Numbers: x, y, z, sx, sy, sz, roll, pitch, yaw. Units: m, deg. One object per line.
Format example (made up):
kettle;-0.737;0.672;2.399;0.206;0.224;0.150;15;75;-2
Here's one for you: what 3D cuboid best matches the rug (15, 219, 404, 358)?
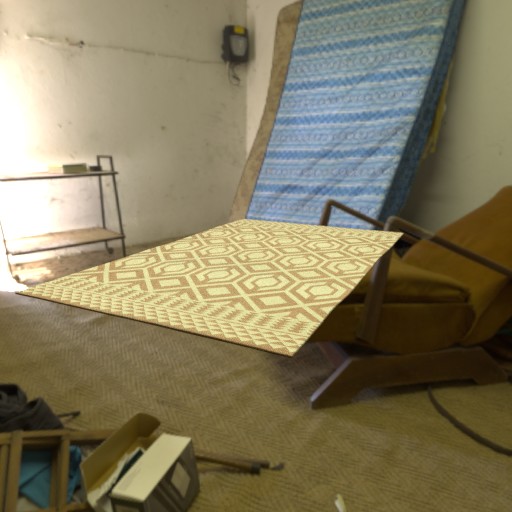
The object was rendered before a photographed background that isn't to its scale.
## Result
rug;0.000;0.000;2.967;1.526;0.011;2.435;7;16;26
